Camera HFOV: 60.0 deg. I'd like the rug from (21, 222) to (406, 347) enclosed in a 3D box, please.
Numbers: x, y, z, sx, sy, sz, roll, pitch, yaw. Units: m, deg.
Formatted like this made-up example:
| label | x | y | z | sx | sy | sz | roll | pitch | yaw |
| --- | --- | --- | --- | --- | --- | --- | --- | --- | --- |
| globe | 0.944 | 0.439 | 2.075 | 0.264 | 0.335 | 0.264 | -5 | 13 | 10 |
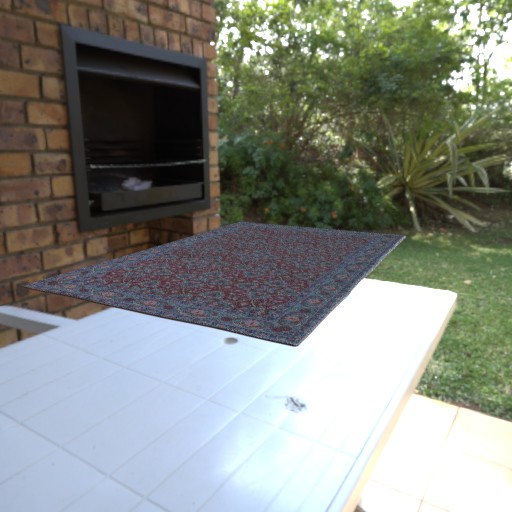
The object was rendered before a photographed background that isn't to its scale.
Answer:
| label | x | y | z | sx | sy | sz | roll | pitch | yaw |
| --- | --- | --- | --- | --- | --- | --- | --- | --- | --- |
| rug | 0.000 | 0.000 | 2.323 | 1.219 | 0.009 | 1.829 | 7 | 15 | 27 |
